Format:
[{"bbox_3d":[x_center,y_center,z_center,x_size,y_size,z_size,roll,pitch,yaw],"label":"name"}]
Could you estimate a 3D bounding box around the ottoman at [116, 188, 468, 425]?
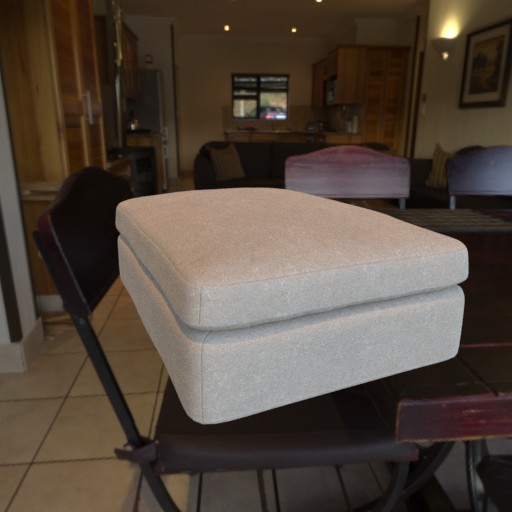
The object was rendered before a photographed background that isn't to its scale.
[{"bbox_3d":[0.000,0.000,1.611,0.840,0.429,1.199,-7,18,-23],"label":"ottoman"}]
